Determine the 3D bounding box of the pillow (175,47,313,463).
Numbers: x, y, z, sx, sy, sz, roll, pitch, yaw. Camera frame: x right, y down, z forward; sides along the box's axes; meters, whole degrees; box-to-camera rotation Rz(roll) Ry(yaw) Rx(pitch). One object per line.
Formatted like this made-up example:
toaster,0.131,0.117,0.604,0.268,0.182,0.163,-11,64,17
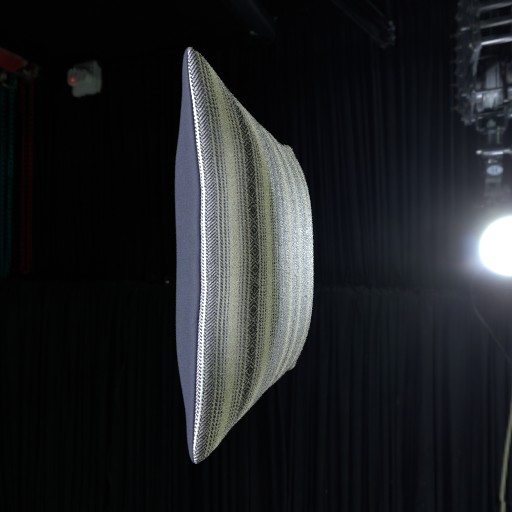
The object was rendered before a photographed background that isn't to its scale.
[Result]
pillow,0.000,0.000,0.781,0.166,0.508,0.520,0,0,18
